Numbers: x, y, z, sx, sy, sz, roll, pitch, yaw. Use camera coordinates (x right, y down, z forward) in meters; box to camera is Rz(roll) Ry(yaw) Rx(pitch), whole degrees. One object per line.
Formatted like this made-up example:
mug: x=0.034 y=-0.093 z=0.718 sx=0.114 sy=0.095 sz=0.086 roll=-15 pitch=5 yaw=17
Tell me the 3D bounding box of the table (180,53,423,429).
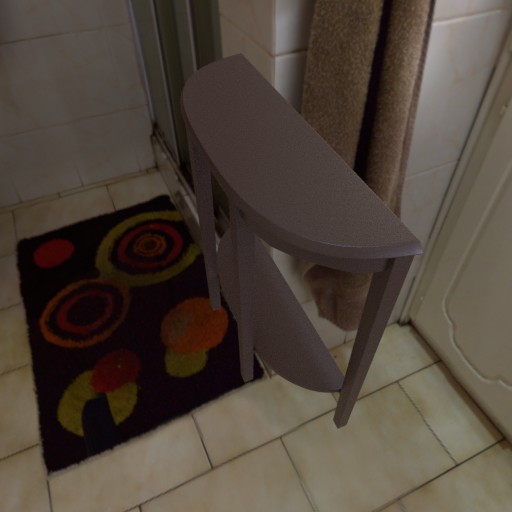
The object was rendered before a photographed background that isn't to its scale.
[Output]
table: x=0.000 y=0.000 z=1.341 sx=0.274 sy=0.831 sz=0.909 roll=-17 pitch=49 yaw=-15
